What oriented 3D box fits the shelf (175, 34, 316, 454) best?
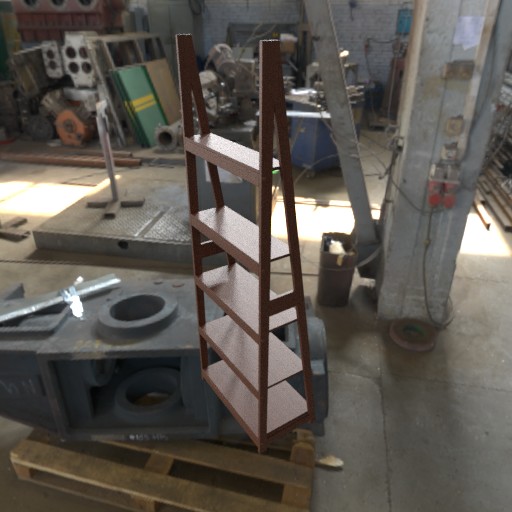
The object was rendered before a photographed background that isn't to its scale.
[{"bbox_3d":[0.000,0.000,1.990,0.350,1.770,0.600,-17,33,-29],"label":"shelf"}]
